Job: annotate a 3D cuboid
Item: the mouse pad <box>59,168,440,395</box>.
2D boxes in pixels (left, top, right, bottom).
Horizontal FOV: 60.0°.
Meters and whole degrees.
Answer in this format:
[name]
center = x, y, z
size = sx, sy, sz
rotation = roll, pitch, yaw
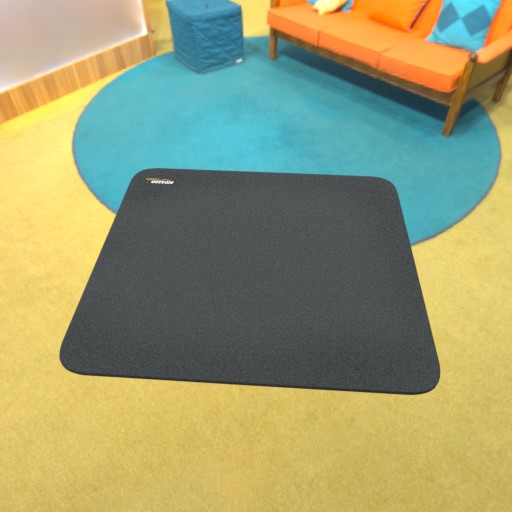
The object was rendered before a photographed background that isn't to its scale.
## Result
[mouse pad]
center = 0.000, 0.000, 0.324
size = 0.229, 0.003, 0.203
rotation = 3, 47, 3
